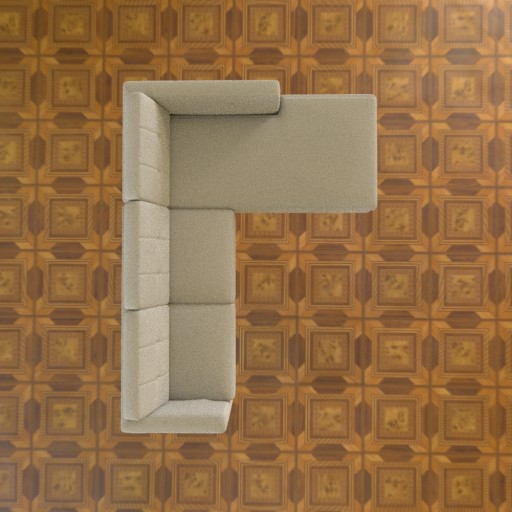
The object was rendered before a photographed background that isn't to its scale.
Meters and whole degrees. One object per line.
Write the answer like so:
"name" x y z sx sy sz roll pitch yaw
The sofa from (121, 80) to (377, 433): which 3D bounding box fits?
"sofa" 0.000 0.000 2.793 1.530 0.860 2.040 0 89 1
